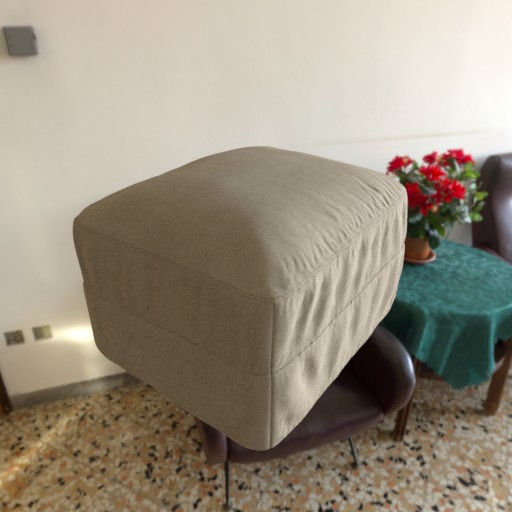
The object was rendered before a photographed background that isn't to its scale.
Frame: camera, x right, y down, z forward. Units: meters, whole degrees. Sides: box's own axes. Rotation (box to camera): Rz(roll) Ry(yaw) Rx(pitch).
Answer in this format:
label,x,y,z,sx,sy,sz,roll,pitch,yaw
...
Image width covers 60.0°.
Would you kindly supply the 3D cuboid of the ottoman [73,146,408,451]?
label,x,y,z,sx,sy,sz,roll,pitch,yaw
ottoman,0.000,0.000,1.131,0.584,0.480,0.712,18,32,32
